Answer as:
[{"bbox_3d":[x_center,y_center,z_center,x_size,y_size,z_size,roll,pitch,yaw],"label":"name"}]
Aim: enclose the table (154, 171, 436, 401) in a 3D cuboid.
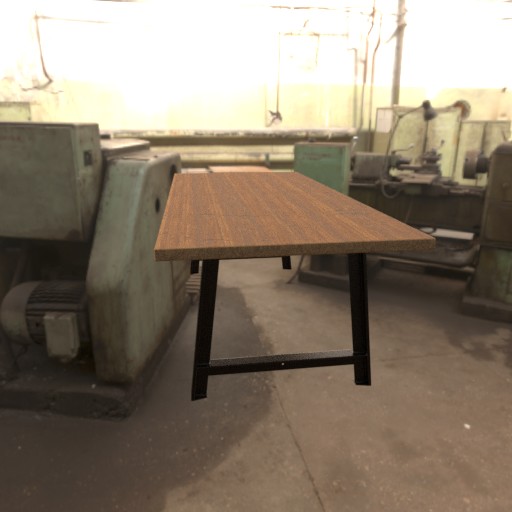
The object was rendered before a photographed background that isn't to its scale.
[{"bbox_3d":[0.000,0.000,2.684,1.000,0.757,2.200,-2,17,-8],"label":"table"}]
